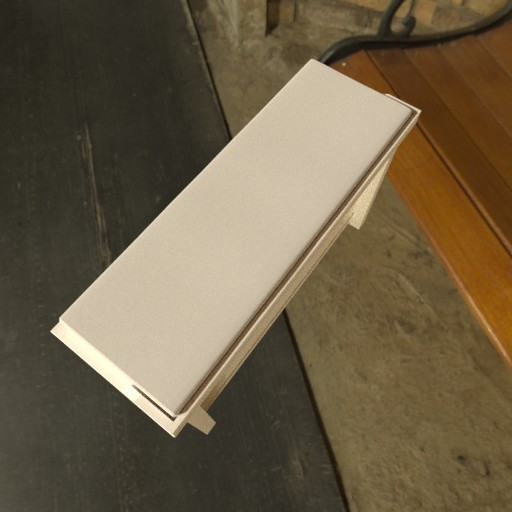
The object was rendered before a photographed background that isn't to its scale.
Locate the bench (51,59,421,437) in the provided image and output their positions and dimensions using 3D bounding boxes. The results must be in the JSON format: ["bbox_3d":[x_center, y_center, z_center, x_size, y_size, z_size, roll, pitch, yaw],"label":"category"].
[{"bbox_3d":[0.000,0.000,1.282,0.346,0.589,0.987,34,69,15],"label":"bench"}]
